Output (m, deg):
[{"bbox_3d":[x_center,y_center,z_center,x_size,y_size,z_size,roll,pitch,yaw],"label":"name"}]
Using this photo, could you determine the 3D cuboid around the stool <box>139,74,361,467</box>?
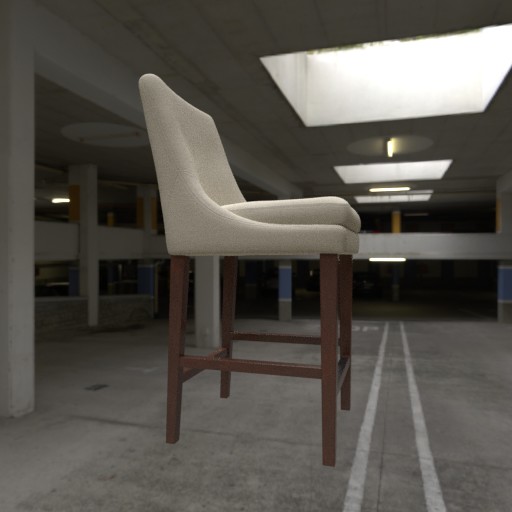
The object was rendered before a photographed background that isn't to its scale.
[{"bbox_3d":[0.000,0.000,1.304,0.577,0.981,0.470,0,0,17],"label":"stool"}]
